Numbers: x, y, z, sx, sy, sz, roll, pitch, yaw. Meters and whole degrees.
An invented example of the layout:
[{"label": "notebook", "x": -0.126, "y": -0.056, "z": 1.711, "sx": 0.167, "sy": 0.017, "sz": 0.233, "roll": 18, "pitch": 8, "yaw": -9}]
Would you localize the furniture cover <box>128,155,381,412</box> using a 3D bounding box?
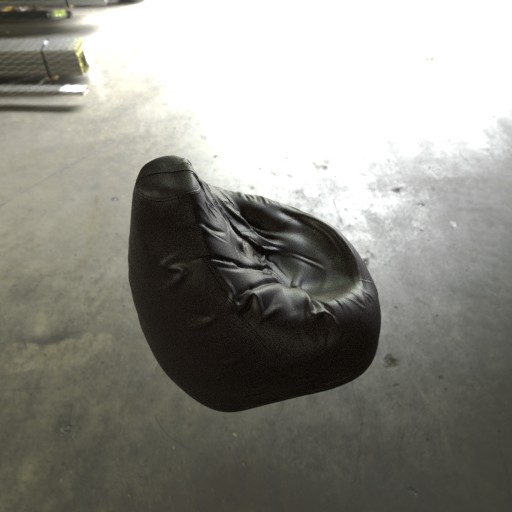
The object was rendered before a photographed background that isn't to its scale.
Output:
[{"label": "furniture cover", "x": 0.000, "y": 0.000, "z": 1.886, "sx": 1.070, "sy": 0.990, "sz": 1.070, "roll": -12, "pitch": 47, "yaw": -11}]
